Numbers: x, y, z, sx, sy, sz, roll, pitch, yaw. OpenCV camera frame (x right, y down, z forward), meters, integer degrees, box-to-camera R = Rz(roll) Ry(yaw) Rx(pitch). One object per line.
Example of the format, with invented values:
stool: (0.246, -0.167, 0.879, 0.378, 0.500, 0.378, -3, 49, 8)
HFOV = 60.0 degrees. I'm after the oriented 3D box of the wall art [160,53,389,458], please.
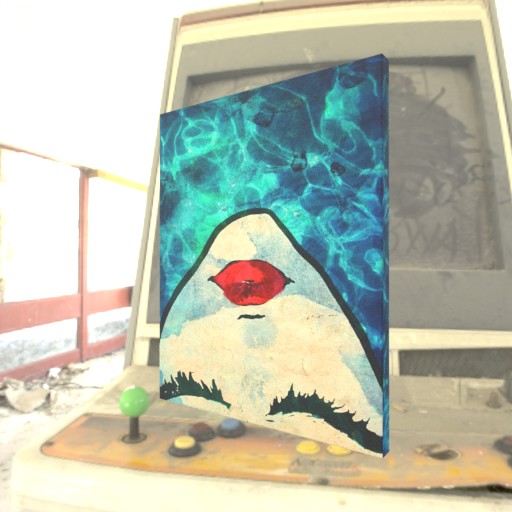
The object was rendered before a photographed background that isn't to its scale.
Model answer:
wall art: (0.000, 0.000, 1.023, 0.609, 0.760, 0.038, 0, 0, 36)
